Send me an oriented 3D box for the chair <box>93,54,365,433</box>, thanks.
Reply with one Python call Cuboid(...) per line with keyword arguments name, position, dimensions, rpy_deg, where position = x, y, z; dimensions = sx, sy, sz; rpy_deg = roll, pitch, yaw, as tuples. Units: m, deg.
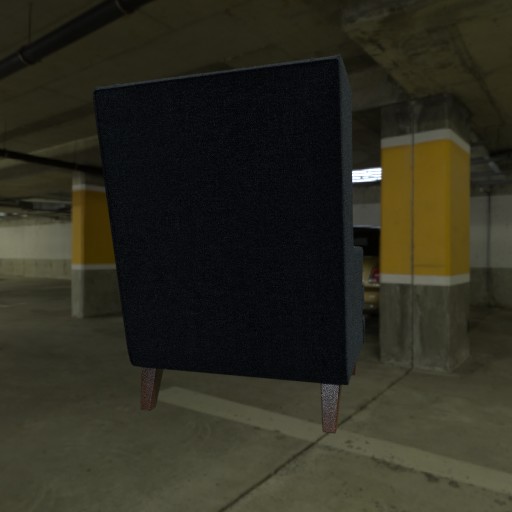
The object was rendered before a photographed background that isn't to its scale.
Cuboid(name="chair", position=(0.000, 0.000, 1.698), dimensions=(0.764, 1.072, 0.947), rpy_deg=(0, 1, 18))
